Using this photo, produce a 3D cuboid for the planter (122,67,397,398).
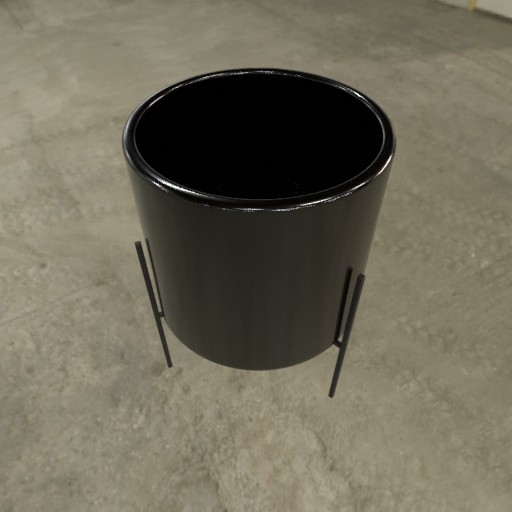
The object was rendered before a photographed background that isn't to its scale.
[{"bbox_3d":[0.000,0.000,0.647,0.310,0.432,0.310,-2,46,-2],"label":"planter"}]
